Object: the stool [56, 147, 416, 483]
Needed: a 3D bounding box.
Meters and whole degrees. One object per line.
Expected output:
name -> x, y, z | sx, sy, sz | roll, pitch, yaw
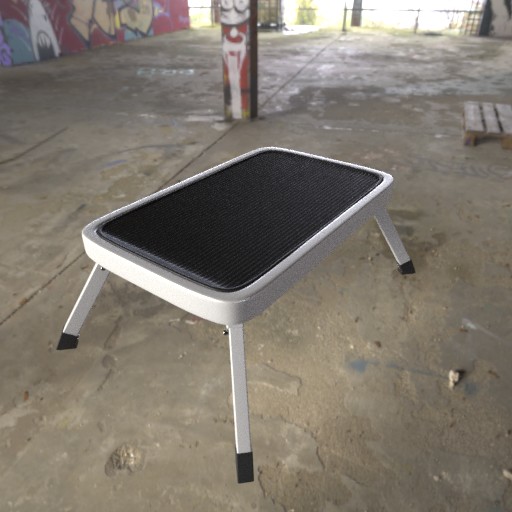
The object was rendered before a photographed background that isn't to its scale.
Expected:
stool -> 0.000, 0.000, 0.607 | 0.320, 0.170, 0.460 | 21, 38, 30
